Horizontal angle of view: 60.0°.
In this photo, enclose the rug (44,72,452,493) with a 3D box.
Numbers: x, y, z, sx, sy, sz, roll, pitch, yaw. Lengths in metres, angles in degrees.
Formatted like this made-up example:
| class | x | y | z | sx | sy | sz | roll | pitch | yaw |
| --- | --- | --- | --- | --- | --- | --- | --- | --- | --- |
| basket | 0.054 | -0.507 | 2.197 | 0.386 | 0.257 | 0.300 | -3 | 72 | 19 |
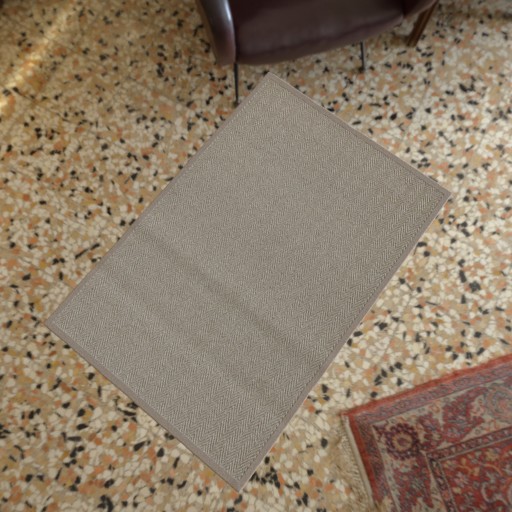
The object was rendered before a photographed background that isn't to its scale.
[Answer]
| class | x | y | z | sx | sy | sz | roll | pitch | yaw |
| --- | --- | --- | --- | --- | --- | --- | --- | --- | --- |
| rug | 0.000 | 0.000 | 2.836 | 1.540 | 0.021 | 2.290 | 37 | 78 | 9 |
